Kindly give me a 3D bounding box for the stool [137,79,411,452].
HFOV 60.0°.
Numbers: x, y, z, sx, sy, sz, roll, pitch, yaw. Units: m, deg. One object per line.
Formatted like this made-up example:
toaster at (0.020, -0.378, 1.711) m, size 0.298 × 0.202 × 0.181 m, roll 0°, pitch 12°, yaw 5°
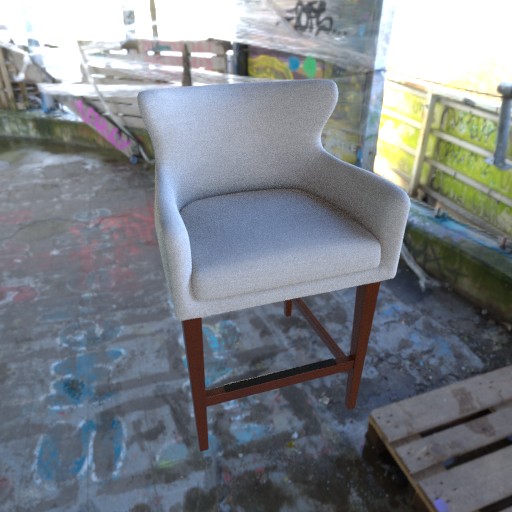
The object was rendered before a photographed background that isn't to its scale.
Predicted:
stool at (0.000, 0.000, 1.407) m, size 0.615 × 0.987 × 0.637 m, roll -10°, pitch 33°, yaw -15°
